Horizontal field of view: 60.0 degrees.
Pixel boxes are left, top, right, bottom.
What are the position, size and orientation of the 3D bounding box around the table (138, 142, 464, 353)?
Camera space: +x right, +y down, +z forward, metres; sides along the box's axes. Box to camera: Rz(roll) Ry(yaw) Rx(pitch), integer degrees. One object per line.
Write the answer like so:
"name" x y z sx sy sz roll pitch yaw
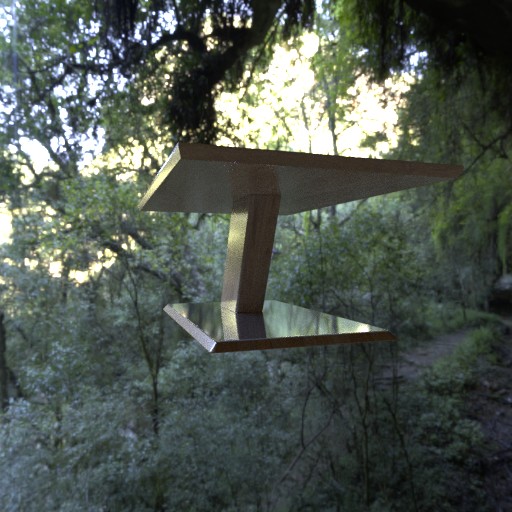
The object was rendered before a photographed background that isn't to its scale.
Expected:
"table" 0.000 0.000 1.485 0.692 0.441 1.100 0 0 -19
